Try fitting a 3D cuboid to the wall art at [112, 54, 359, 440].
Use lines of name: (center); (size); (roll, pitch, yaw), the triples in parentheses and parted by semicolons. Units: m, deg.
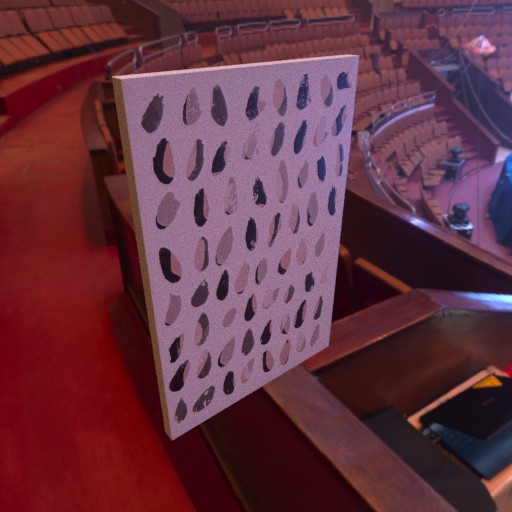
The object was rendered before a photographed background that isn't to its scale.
wall art: (0.000, 0.000, 1.146); (0.610, 0.916, 0.037); (-22, 36, -33)
